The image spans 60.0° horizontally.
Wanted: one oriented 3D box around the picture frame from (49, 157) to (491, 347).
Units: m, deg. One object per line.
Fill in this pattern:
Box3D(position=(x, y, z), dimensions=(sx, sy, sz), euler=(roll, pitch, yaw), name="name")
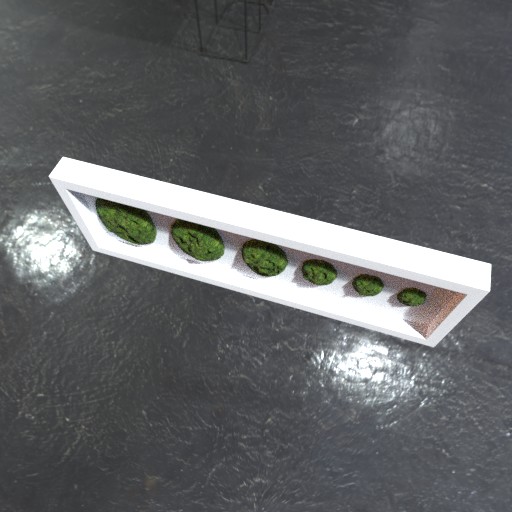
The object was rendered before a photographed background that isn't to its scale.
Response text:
Box3D(position=(0.000, 0.000, 0.850), dimensions=(0.759, 0.250, 0.050), euler=(15, 60, 9), name="picture frame")
